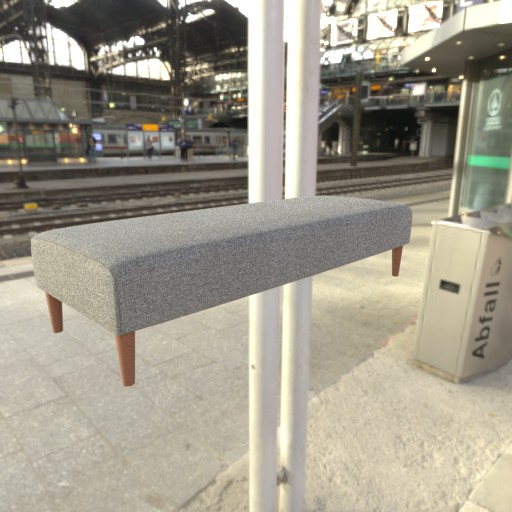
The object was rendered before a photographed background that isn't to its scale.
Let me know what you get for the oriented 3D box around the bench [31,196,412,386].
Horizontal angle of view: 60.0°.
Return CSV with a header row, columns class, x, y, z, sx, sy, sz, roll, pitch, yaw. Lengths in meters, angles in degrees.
class,x,y,z,sx,sy,sz,roll,pitch,yaw
bench,0.000,0.000,1.884,1.598,0.384,0.631,-14,20,-43
